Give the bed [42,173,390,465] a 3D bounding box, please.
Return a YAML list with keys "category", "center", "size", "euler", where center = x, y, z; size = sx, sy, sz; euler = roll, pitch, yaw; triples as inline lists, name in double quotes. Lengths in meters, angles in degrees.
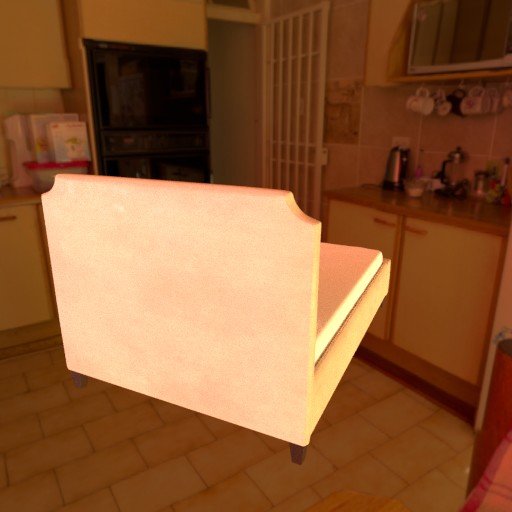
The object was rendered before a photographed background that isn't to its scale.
- category: "bed"
  center: [0.000, 0.000, 3.419]
  size: [1.712, 1.443, 2.372]
  euler: [8, 19, 25]
